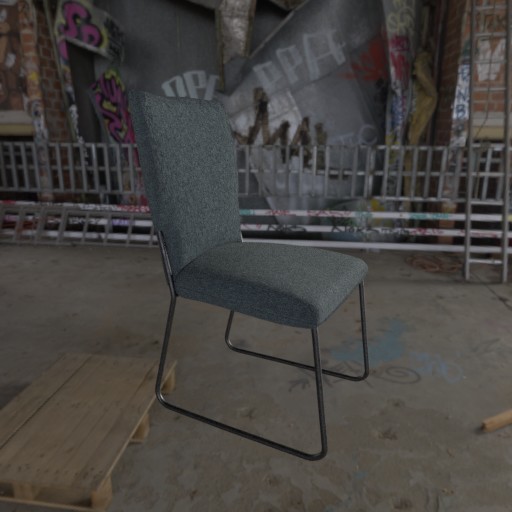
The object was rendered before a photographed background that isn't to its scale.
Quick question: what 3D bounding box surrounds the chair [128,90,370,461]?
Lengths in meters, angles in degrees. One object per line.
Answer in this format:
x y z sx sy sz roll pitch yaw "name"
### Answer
0.000 0.000 1.335 0.635 0.931 0.480 8 18 27 "chair"
